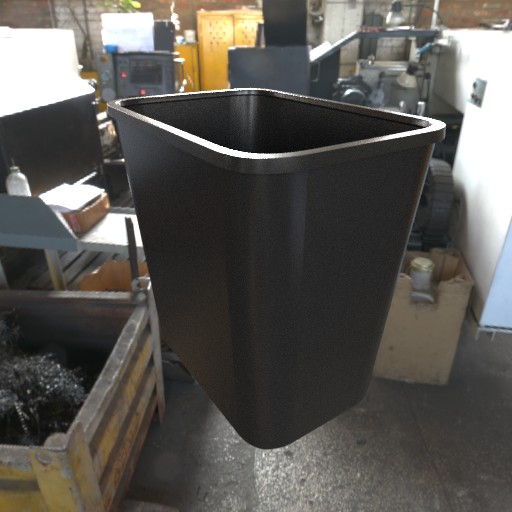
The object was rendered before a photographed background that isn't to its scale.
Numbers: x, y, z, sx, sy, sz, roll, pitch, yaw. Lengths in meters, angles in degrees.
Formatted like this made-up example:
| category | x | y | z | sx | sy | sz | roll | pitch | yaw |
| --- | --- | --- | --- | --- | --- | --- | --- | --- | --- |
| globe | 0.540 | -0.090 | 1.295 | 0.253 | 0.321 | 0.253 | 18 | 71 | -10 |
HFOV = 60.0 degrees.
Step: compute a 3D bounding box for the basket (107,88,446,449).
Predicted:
| category | x | y | z | sx | sy | sz | roll | pitch | yaw |
| --- | --- | --- | --- | --- | --- | --- | --- | --- | --- |
| basket | 0.000 | 0.000 | 0.488 | 0.211 | 0.307 | 0.300 | -17 | 32 | -30 |
